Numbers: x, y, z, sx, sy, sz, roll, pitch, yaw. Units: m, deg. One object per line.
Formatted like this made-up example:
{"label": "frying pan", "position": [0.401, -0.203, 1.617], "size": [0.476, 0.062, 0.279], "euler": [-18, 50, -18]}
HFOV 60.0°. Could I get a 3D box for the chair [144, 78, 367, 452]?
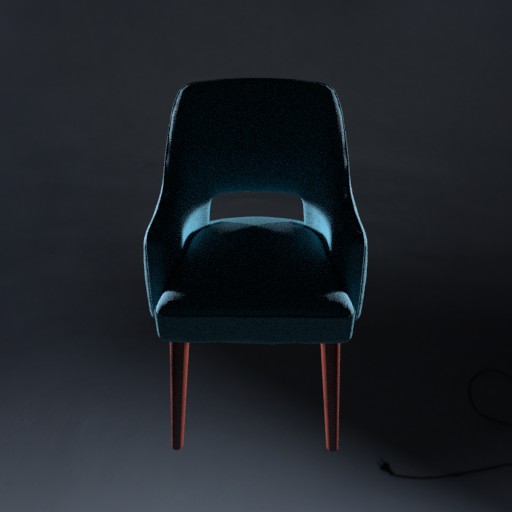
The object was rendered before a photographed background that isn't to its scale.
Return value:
{"label": "chair", "position": [0.000, 0.000, 1.230], "size": [0.548, 0.849, 0.605], "euler": [0, 29, 1]}
